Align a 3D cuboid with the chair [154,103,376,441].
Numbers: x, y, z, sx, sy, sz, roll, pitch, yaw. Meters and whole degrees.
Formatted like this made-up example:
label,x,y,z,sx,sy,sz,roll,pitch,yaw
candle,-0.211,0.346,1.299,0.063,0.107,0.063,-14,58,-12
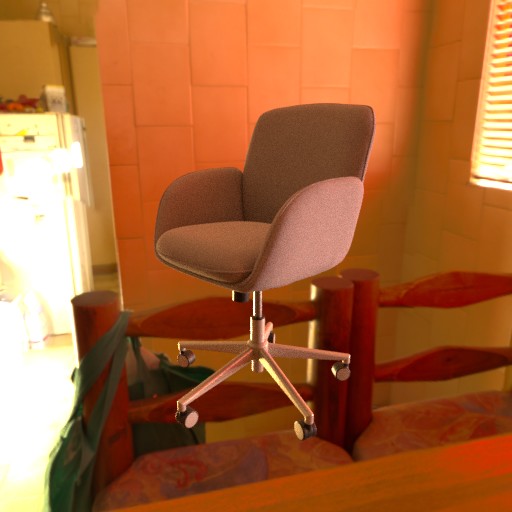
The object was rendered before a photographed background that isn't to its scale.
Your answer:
label,x,y,z,sx,sy,sz,roll,pitch,yaw
chair,0.000,0.000,1.433,0.654,0.959,0.648,-15,22,-43
